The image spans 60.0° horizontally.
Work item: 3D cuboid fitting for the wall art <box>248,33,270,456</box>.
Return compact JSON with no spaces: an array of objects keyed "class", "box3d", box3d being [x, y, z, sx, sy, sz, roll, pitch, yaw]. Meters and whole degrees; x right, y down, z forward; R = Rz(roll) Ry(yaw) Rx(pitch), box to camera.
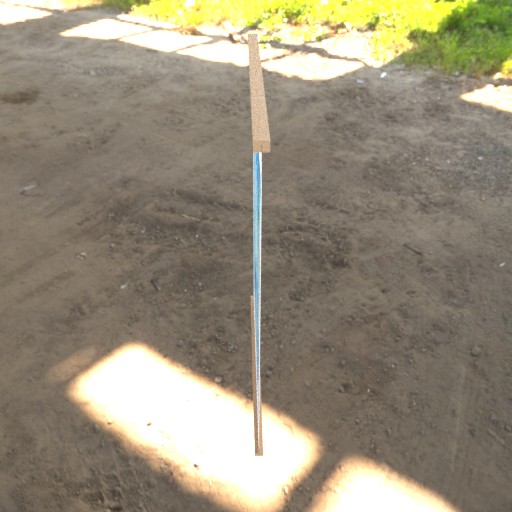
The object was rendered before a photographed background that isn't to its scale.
[{"class":"wall art","box3d":[0.000,0.000,1.276,0.027,1.020,0.669,-1,40,-1]}]
